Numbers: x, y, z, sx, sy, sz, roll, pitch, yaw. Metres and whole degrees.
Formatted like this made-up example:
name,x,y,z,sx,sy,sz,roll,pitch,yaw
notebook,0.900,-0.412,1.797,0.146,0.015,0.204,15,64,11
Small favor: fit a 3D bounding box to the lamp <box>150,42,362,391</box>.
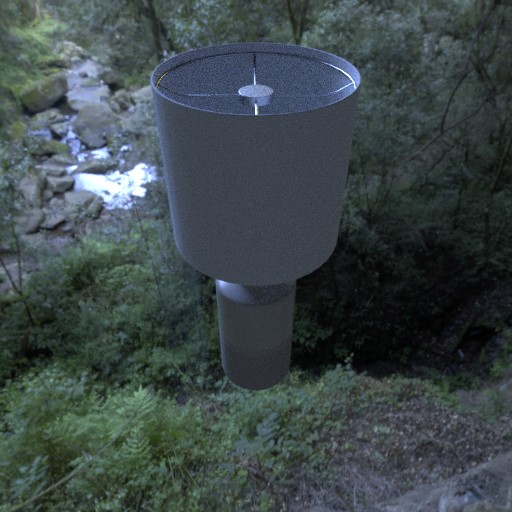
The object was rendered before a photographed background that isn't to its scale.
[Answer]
name,x,y,z,sx,sy,sz,roll,pitch,yaw
lamp,0.000,0.000,0.612,0.212,0.493,0.212,-1,41,-1
